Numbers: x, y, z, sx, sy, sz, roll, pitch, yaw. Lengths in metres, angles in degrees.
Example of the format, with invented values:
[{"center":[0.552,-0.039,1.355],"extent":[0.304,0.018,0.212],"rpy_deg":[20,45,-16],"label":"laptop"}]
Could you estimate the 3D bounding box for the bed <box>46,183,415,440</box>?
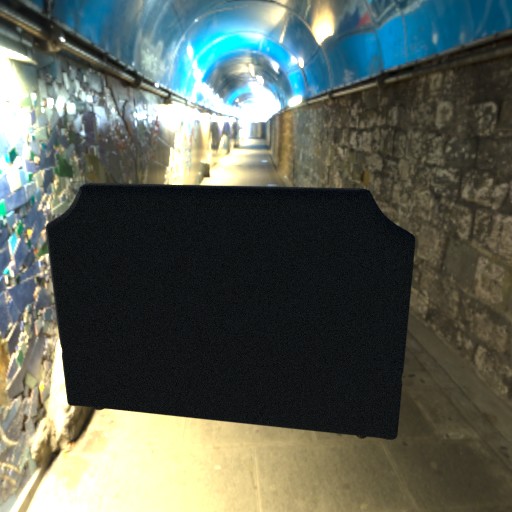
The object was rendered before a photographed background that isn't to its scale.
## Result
[{"center":[0.000,0.000,3.277],"extent":[1.831,1.297,2.260],"rpy_deg":[3,16,9],"label":"bed"}]
